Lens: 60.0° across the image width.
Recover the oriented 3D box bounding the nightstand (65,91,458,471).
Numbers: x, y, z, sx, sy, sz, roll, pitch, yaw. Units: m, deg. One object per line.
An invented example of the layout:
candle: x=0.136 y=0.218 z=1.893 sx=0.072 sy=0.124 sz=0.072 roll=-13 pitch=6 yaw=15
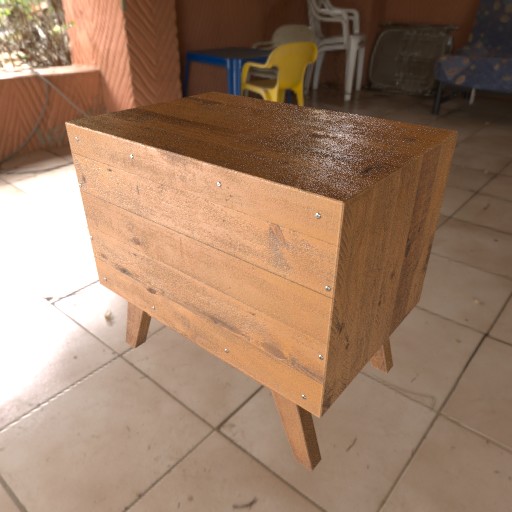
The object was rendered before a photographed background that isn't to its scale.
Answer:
nightstand: x=0.000 y=0.000 z=1.033 sx=0.650 sy=0.599 sz=0.450 roll=22 pitch=37 yaw=33
